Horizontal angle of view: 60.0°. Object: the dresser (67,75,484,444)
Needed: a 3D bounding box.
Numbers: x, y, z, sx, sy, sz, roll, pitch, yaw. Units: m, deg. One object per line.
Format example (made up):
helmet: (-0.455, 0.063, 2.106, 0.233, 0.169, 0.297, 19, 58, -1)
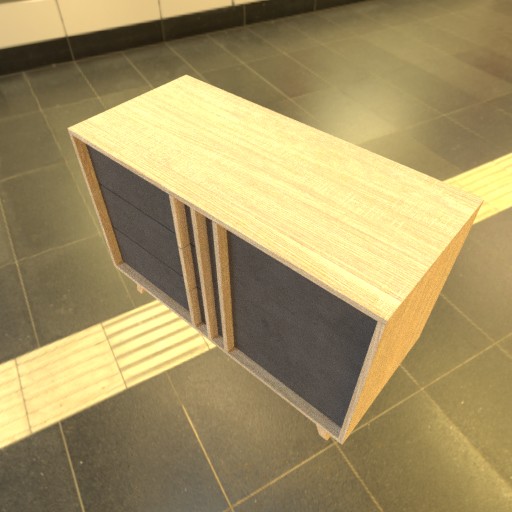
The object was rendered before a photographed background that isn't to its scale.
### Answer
dresser: (0.000, 0.000, 1.532, 1.110, 0.780, 0.500, 32, 54, 27)
